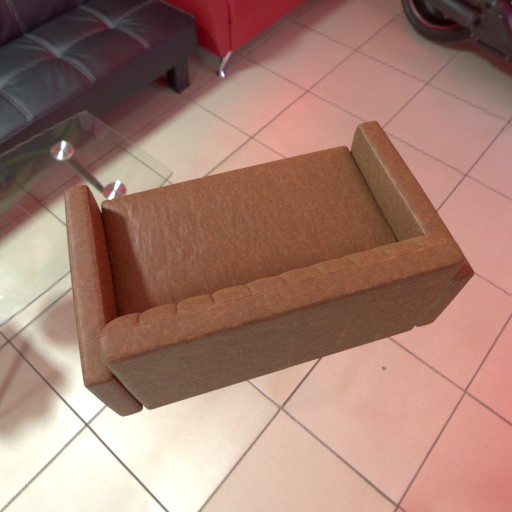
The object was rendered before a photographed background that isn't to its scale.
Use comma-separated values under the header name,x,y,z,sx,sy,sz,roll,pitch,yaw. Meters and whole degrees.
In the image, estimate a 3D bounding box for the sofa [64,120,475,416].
name,x,y,z,sx,sy,sz,roll,pitch,yaw
sofa,0.000,0.000,2.063,1.549,0.820,0.960,-15,60,-9
